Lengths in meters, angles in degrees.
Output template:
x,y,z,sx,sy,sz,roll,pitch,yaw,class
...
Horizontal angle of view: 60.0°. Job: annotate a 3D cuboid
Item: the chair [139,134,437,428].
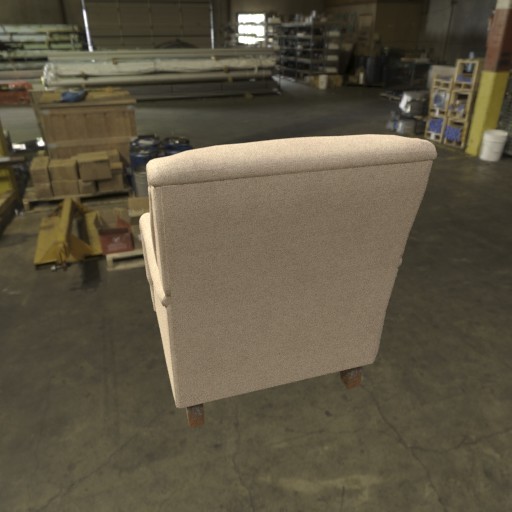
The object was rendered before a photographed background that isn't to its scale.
x,y,z,sx,sy,sz,roll,pitch,yaw,class
0.000,0.000,1.839,0.879,1.119,0.953,-8,28,-16,chair
